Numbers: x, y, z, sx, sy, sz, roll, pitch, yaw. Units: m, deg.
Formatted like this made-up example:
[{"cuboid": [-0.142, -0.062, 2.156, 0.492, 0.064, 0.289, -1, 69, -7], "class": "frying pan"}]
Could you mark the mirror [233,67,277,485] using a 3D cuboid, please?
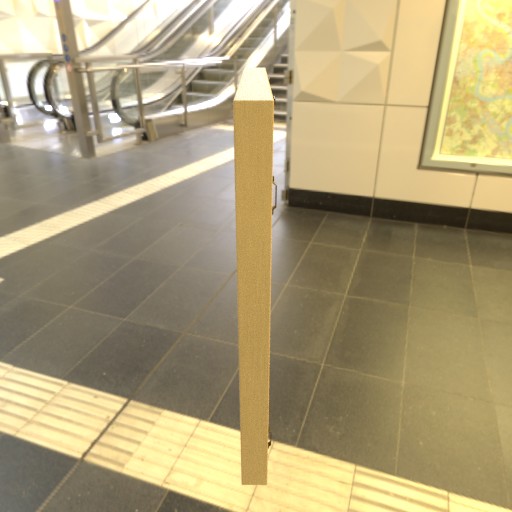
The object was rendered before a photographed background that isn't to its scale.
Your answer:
[{"cuboid": [0.000, 0.000, 0.683, 0.041, 0.509, 0.406, 0, 27, 0], "class": "mirror"}]
